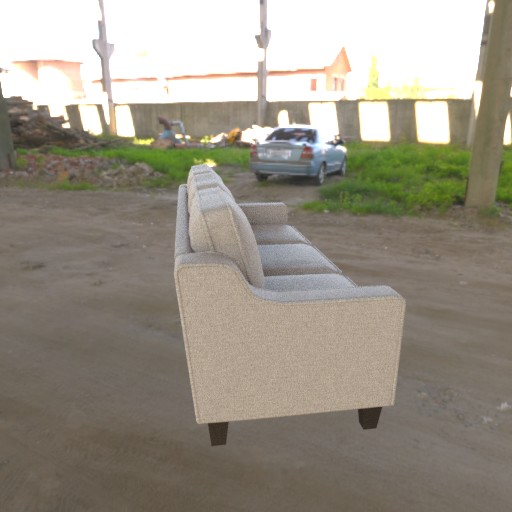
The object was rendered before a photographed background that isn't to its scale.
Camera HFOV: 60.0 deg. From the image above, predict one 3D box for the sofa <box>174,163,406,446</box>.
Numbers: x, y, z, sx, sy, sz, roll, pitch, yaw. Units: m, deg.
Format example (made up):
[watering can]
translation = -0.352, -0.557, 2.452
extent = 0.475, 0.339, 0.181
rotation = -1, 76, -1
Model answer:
[sofa]
translation = 0.000, 0.000, 2.647
extent = 0.899, 0.950, 2.129
rotation = -3, 17, -9
